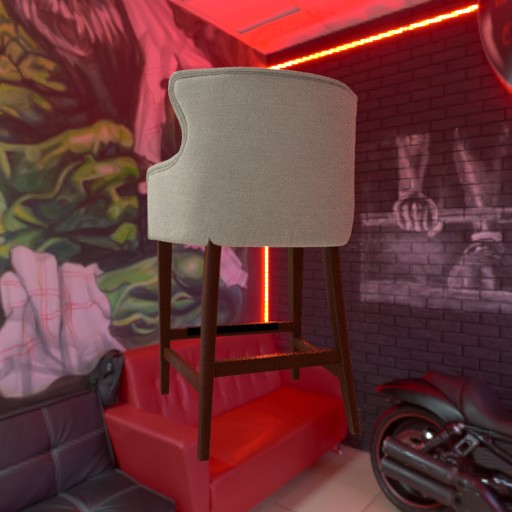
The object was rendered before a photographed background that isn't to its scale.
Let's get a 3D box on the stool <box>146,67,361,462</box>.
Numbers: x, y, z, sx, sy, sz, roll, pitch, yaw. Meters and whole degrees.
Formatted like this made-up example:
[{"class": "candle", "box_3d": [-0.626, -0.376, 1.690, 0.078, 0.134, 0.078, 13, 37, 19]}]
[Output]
[{"class": "stool", "box_3d": [0.000, 0.000, 1.396, 0.615, 0.987, 0.637, 0, 1, -19]}]
